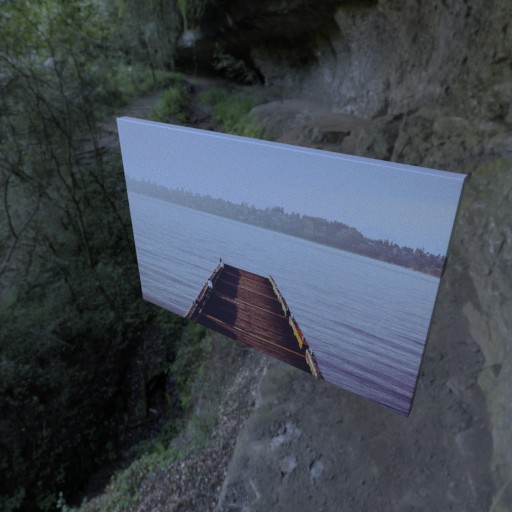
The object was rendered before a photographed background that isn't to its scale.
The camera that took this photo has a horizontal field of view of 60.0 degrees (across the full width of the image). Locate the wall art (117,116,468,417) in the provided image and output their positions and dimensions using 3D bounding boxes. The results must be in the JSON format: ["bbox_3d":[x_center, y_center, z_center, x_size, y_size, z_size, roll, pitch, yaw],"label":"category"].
[{"bbox_3d":[0.000,0.000,1.469,1.149,0.765,0.040,18,34,29],"label":"wall art"}]
